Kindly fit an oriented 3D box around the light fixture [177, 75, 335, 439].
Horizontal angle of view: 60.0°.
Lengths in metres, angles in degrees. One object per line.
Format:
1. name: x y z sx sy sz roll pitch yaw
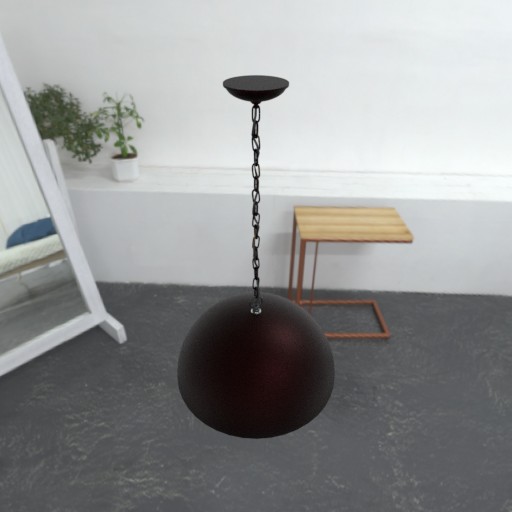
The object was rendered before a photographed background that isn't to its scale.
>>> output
1. light fixture: 0.000 0.000 1.165 0.492 0.869 0.492 -11 35 -15
